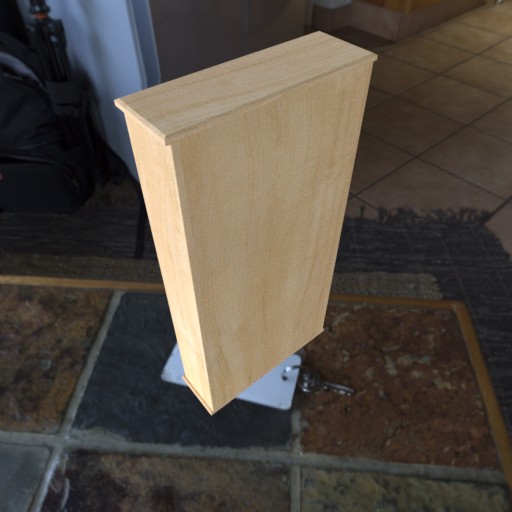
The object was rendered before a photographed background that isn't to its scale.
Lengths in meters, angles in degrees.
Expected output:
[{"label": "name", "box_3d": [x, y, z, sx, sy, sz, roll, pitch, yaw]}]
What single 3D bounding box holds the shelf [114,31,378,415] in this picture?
[{"label": "shelf", "box_3d": [0.000, 0.000, 1.237, 0.520, 1.030, 0.175, -31, 54, -26]}]
